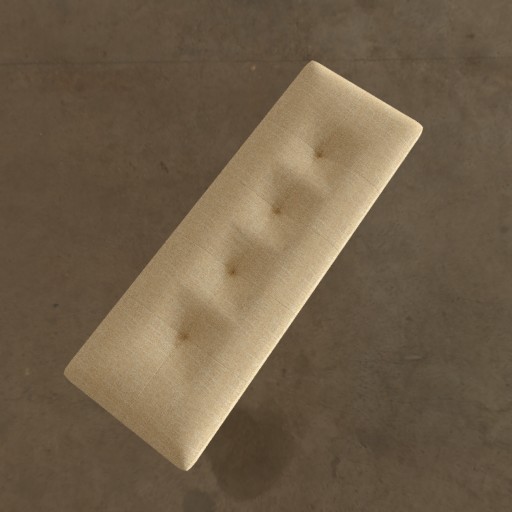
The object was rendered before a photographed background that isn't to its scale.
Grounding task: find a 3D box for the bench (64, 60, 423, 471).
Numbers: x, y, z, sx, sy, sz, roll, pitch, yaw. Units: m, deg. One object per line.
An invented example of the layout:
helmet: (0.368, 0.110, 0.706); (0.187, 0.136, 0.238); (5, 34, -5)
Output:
bench: (0.000, 0.000, 1.448); (0.432, 0.406, 1.219); (35, 78, 8)
